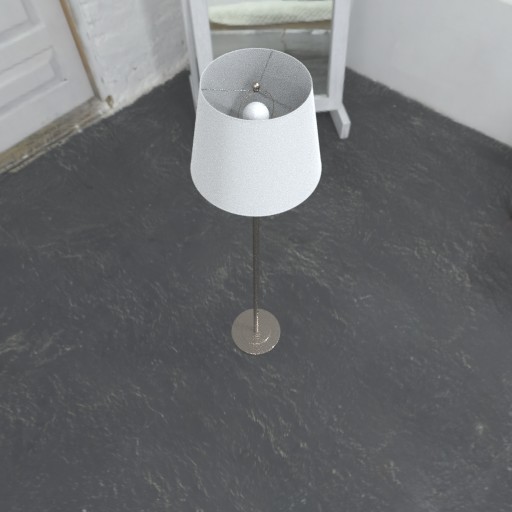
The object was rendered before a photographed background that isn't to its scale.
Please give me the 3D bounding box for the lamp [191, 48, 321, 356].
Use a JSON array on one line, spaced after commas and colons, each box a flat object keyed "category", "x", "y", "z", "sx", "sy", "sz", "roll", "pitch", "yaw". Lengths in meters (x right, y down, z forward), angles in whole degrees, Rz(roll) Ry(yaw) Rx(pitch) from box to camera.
[{"category": "lamp", "x": 0.000, "y": 0.000, "z": 1.613, "sx": 0.355, "sy": 1.473, "sz": 0.355, "roll": 0, "pitch": 58, "yaw": 0}]
